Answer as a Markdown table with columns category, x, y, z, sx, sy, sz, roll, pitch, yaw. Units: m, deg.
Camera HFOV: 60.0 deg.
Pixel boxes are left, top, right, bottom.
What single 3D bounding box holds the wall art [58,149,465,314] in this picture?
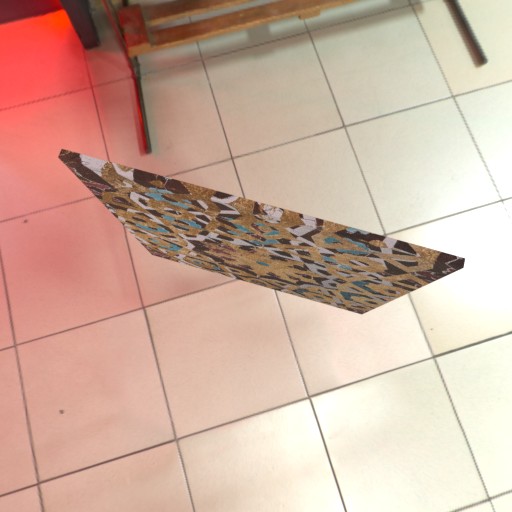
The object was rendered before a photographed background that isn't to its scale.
| category | x | y | z | sx | sy | sz | roll | pitch | yaw |
| --- | --- | --- | --- | --- | --- | --- | --- | --- | --- |
| wall art | 0.000 | 0.000 | 0.622 | 0.404 | 0.406 | 0.010 | 16 | 77 | 4 |
